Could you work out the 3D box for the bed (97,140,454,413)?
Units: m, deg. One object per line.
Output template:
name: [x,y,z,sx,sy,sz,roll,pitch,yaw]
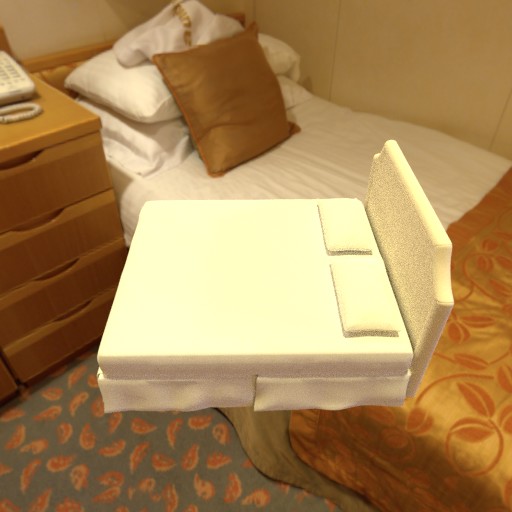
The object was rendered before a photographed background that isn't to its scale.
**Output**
bed: [0.000,0.000,4.241,2.773,1.590,2.350,0,41,-1]
